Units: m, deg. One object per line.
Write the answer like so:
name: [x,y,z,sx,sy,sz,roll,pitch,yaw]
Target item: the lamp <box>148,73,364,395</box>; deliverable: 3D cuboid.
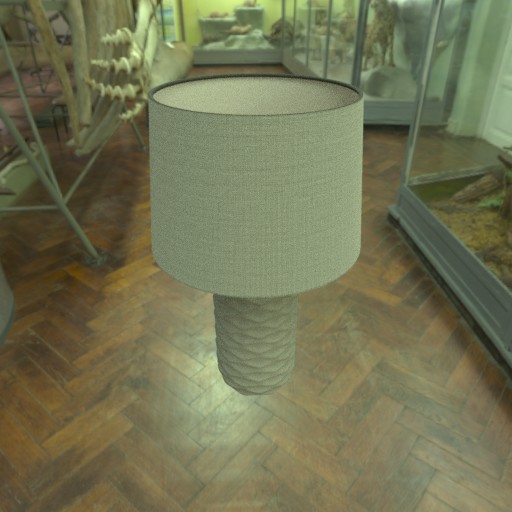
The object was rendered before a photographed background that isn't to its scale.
lamp: [0.000,0.000,0.833,0.376,0.594,0.376,0,31,0]
